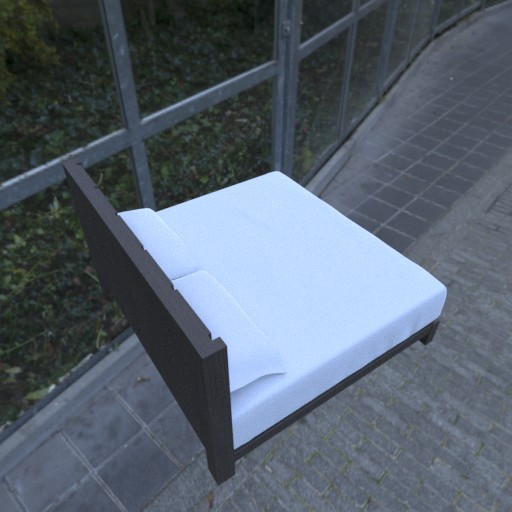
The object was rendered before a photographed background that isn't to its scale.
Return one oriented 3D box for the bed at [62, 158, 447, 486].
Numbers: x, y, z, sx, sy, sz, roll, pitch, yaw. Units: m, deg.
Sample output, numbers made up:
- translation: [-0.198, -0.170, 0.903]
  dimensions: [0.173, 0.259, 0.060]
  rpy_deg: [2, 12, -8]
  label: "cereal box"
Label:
- translation: [0.000, 0.000, 3.430]
  dimensions: [2.012, 1.270, 2.134]
  rpy_deg: [-24, 45, -26]
  label: "bed"
